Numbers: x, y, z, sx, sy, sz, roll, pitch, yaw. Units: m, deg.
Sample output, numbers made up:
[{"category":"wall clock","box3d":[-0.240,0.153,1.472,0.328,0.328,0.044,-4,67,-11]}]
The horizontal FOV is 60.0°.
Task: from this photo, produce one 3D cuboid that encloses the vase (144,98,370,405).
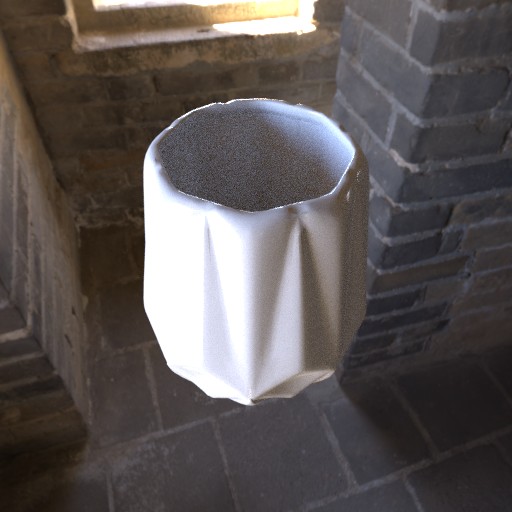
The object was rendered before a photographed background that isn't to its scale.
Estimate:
[{"category":"vase","box3d":[0.000,0.000,0.266,0.141,0.152,0.141,0,46,0]}]
